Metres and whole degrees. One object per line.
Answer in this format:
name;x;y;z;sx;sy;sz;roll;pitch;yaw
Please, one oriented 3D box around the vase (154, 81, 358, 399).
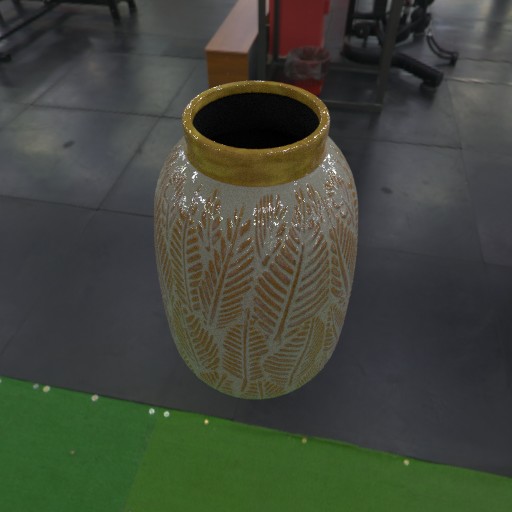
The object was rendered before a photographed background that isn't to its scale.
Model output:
vase;0.000;0.000;0.386;0.172;0.270;0.172;0;46;0
